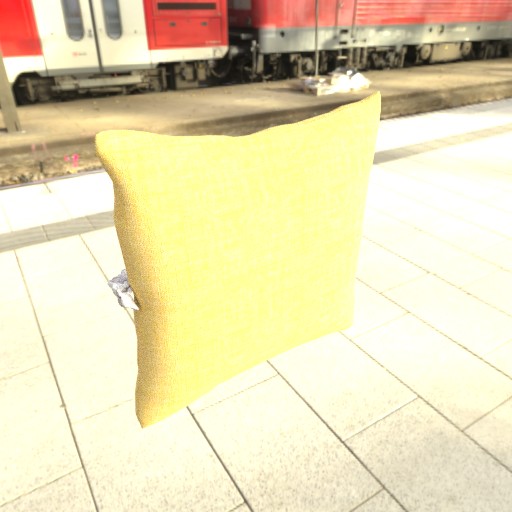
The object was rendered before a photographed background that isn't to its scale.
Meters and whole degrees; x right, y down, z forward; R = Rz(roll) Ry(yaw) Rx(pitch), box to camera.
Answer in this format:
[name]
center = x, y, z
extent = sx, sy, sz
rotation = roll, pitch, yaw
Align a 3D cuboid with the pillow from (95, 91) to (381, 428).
[pillow]
center = 0.000, 0.000, 0.737
extent = 0.485, 0.481, 0.167
rotation = -19, 35, -29
